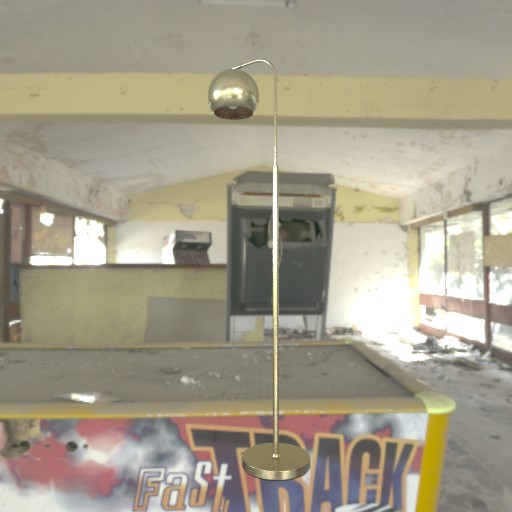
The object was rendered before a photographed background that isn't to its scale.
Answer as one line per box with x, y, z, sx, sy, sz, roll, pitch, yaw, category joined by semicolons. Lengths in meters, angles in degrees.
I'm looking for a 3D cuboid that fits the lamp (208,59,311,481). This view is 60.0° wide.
0.000;0.000;1.690;0.431;1.526;0.250;-2;-3;37;lamp
